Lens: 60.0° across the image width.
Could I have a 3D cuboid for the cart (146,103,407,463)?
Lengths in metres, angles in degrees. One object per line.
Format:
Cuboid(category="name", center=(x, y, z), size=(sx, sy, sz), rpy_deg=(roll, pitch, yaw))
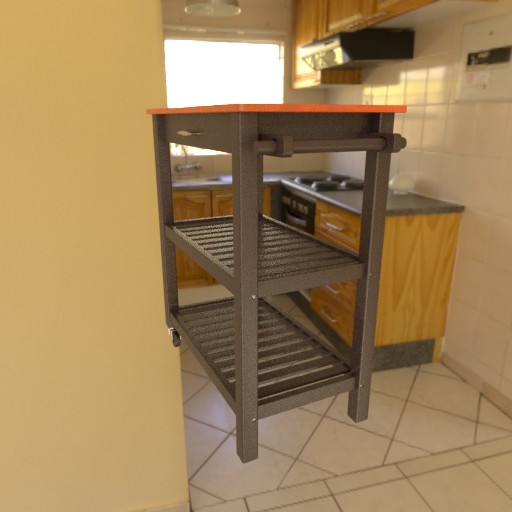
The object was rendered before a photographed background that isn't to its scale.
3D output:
Cuboid(category="cart", center=(0.000, 0.000, 1.461), size=(0.457, 0.927, 0.899), rpy_deg=(-8, 19, -25))
